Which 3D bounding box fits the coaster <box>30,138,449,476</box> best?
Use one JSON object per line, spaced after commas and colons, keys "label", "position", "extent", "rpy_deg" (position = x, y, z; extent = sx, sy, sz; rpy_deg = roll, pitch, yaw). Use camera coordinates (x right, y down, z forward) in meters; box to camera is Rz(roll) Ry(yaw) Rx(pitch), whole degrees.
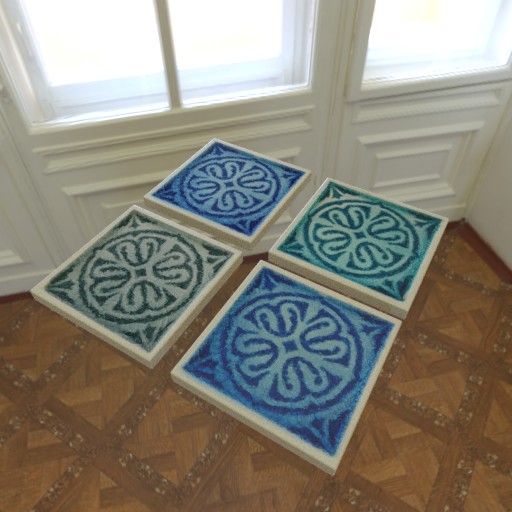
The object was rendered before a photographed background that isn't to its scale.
{"label": "coaster", "position": [0.000, 0.000, 0.320], "extent": [0.219, 0.010, 0.214], "rpy_deg": [24, 51, 21]}
